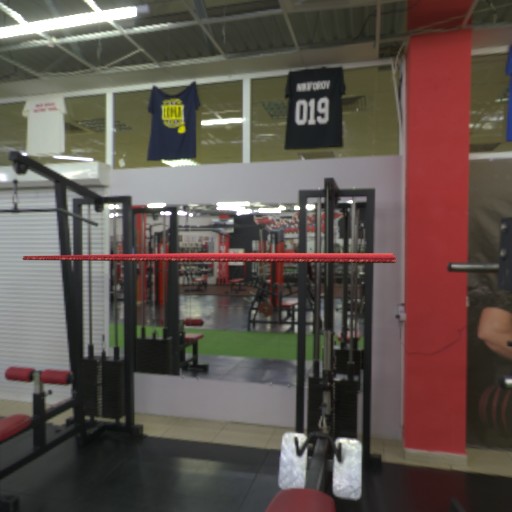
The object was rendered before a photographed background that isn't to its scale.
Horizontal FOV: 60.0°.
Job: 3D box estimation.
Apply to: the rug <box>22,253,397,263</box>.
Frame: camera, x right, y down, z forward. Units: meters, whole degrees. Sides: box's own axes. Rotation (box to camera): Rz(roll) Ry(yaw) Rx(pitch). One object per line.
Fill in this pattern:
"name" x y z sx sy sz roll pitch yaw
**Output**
"rug" 0.000 0.000 3.914 2.340 0.028 2.905 0 1 17
